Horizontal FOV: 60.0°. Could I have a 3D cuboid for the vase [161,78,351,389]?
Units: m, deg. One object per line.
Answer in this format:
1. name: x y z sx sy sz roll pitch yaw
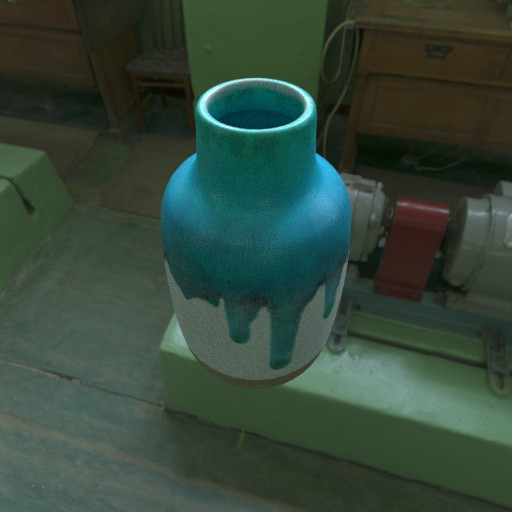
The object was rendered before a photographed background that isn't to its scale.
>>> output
1. vase: 0.000 0.000 0.262 0.106 0.192 0.106 0 46 0
